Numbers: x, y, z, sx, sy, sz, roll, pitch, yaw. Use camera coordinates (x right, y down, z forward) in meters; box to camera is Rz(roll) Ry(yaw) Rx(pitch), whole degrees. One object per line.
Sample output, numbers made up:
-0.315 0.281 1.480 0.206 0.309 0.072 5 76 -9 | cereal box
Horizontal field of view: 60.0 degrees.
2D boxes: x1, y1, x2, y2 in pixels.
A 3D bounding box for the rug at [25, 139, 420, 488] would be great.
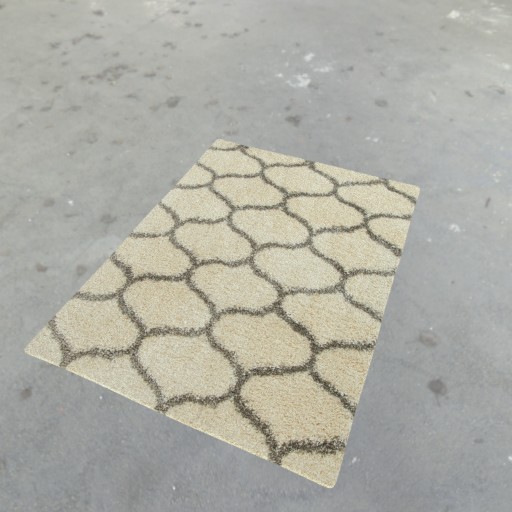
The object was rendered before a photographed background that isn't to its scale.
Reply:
0.000 0.000 1.996 1.200 0.025 1.600 17 48 16 | rug
